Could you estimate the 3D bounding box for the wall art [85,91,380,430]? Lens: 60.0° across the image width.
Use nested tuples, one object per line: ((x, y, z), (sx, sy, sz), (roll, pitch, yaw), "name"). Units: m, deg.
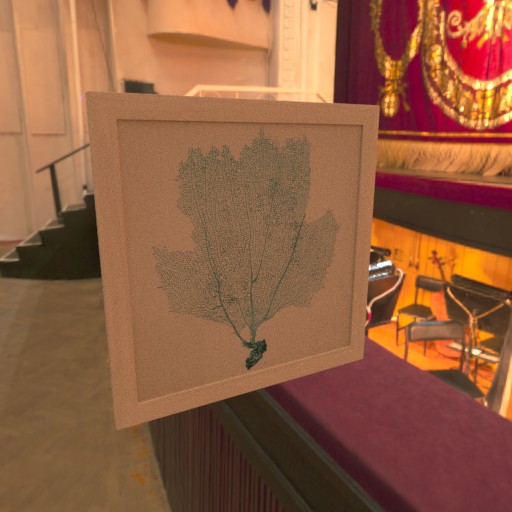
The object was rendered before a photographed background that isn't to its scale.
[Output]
((0.000, 0.000, 0.875), (0.584, 0.584, 0.013), (-8, 16, -27), "wall art")
